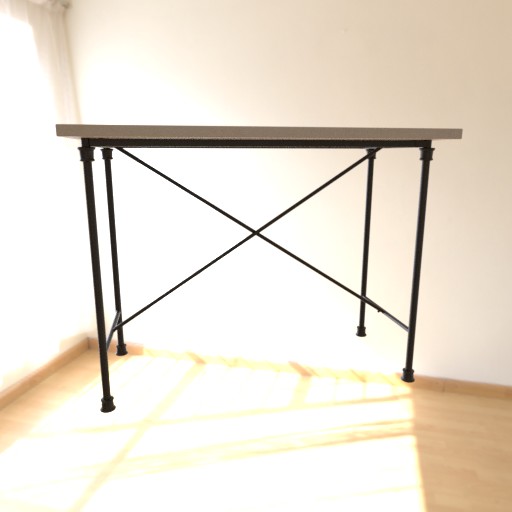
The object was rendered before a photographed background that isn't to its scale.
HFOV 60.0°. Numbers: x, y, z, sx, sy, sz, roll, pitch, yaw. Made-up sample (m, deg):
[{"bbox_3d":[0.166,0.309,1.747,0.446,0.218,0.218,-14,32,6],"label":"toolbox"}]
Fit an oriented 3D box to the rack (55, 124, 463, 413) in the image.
[{"bbox_3d":[0.000,0.000,1.627,1.159,0.880,0.613,-2,13,-10],"label":"rack"}]
